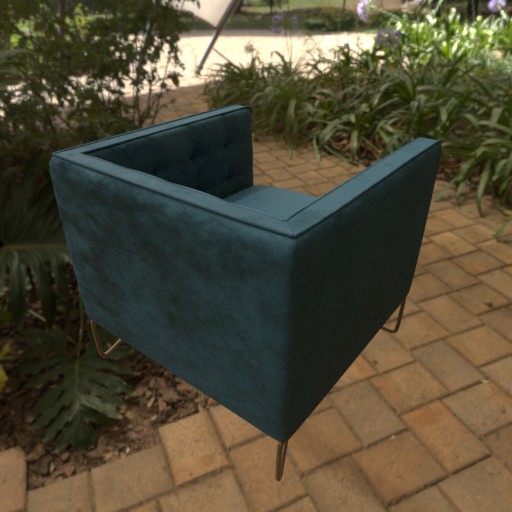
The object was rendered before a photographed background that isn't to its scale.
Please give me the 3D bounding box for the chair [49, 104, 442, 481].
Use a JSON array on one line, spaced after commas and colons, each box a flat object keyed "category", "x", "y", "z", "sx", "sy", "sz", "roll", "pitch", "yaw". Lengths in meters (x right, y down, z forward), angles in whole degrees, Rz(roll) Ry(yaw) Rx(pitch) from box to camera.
[{"category": "chair", "x": 0.000, "y": 0.000, "z": 1.541, "sx": 0.880, "sy": 0.790, "sz": 0.894, "roll": 22, "pitch": 37, "yaw": 32}]
